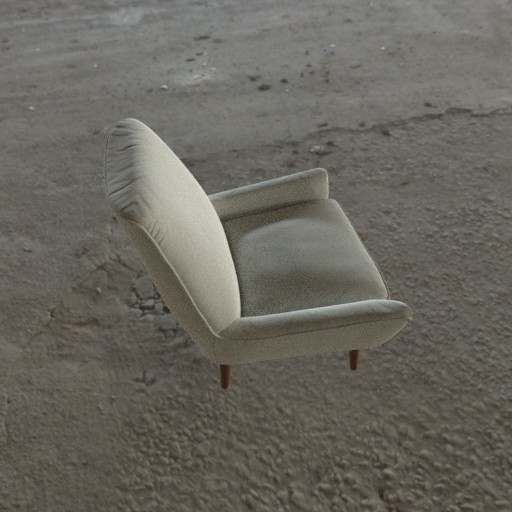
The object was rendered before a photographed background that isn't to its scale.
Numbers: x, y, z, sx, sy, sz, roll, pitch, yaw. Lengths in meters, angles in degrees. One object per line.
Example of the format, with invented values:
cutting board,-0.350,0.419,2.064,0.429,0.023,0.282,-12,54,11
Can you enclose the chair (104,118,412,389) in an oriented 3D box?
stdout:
chair,0.000,0.000,1.532,0.822,0.888,0.787,-10,47,-9
